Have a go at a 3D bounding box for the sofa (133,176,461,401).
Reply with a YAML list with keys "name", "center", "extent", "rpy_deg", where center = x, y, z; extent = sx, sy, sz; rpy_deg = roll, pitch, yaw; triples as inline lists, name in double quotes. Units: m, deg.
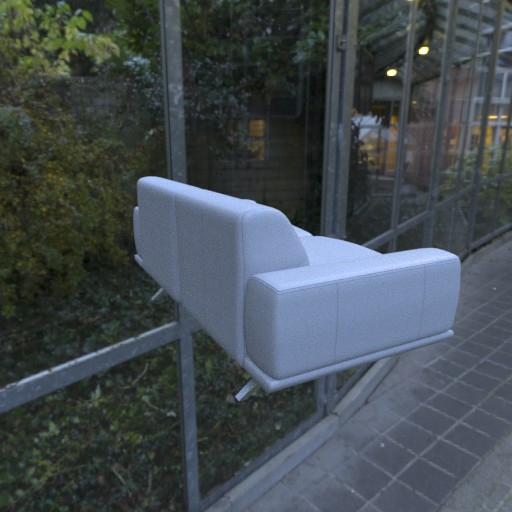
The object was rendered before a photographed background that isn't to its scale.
- name: "sofa"
  center: [0.000, 0.000, 2.387]
  extent: [0.900, 0.772, 1.901]
  rpy_deg: [-8, 17, -27]
